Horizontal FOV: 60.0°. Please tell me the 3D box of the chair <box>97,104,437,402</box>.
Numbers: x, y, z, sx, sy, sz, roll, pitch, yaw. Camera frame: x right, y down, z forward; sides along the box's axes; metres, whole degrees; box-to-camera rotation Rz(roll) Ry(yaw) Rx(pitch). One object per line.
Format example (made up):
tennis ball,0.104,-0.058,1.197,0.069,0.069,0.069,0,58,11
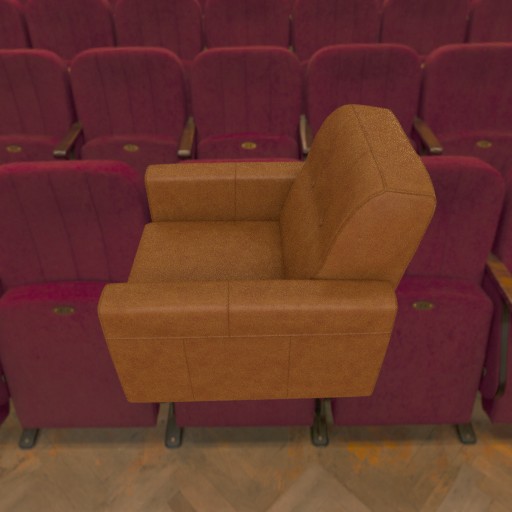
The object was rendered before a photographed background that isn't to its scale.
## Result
chair,0.000,0.000,1.635,0.942,0.968,0.845,0,40,0
